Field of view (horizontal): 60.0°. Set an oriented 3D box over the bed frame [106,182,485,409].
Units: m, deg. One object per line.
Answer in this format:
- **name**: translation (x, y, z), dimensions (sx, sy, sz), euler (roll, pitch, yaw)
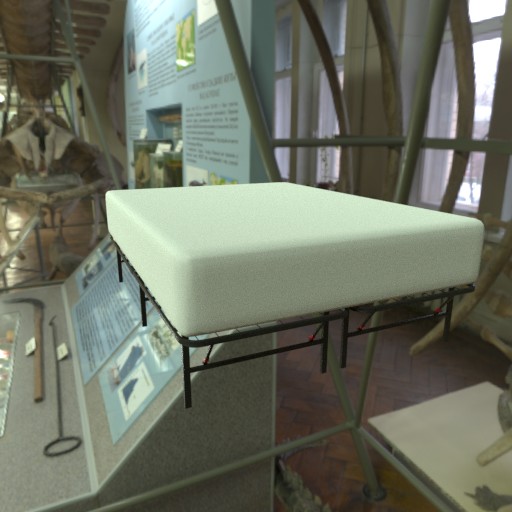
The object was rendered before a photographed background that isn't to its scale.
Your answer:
- **bed frame**: translation (0.000, 0.000, 2.762), dimensions (1.528, 0.677, 2.037), euler (-7, 17, -24)
